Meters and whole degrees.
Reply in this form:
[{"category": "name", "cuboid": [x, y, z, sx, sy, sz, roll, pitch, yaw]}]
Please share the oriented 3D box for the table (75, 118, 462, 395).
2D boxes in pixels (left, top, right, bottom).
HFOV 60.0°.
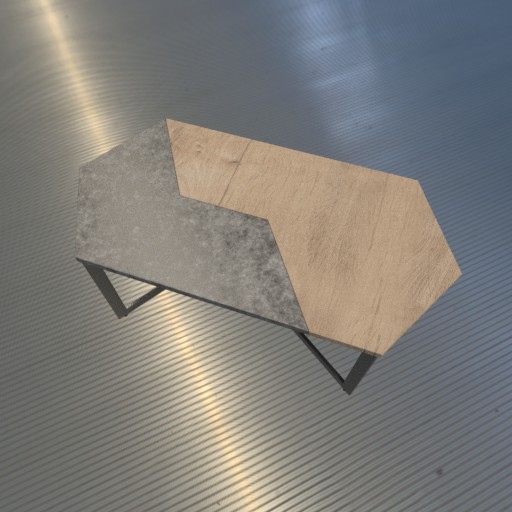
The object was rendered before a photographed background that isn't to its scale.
[{"category": "table", "cuboid": [0.000, 0.000, 1.536, 1.219, 0.457, 0.609, 16, 60, 10]}]
